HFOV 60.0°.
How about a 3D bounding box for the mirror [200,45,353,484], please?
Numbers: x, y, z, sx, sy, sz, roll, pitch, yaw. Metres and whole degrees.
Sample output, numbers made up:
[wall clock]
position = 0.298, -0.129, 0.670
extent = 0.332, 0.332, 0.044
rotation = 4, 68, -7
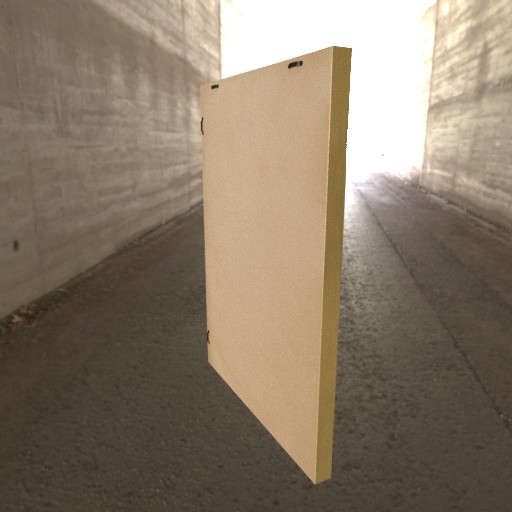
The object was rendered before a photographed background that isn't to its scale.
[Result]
[mirror]
position = 0.000, 0.000, 0.914
extent = 0.040, 0.710, 0.507
rotation = -7, 16, -27
